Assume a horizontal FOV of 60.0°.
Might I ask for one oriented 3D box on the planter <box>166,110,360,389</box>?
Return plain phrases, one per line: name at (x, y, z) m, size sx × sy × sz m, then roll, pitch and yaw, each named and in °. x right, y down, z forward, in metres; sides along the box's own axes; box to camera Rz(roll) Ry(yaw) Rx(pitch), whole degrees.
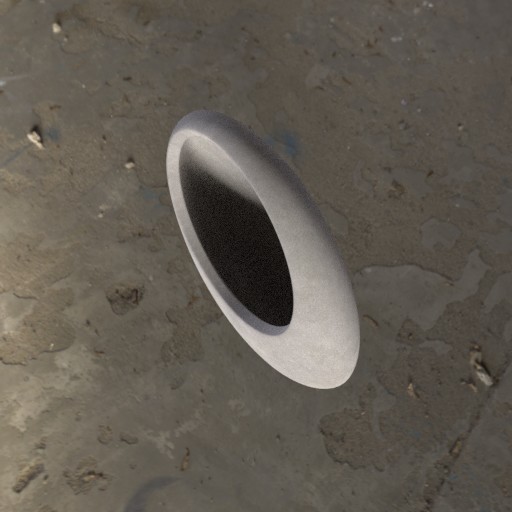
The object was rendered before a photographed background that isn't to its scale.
planter at (0.000, 0.000, 0.281) m, size 0.071 × 0.188 × 0.185 m, roll -29°, pitch 67°, yaw -14°
